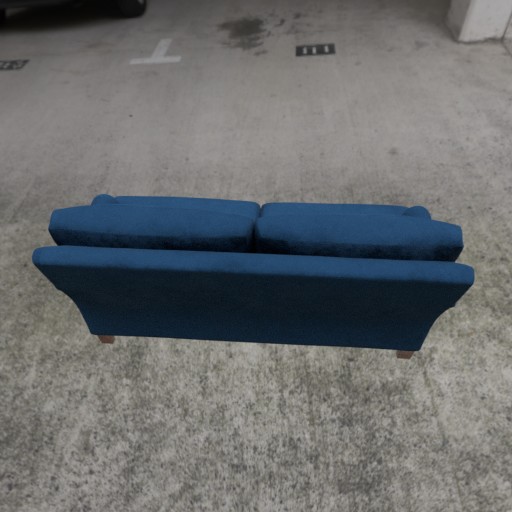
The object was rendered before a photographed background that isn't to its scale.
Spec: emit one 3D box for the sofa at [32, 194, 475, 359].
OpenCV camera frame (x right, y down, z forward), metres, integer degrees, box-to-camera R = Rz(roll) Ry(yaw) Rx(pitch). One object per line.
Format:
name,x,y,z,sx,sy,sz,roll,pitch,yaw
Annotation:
sofa,0.000,0.000,2.718,2.141,1.101,1.084,2,46,2
